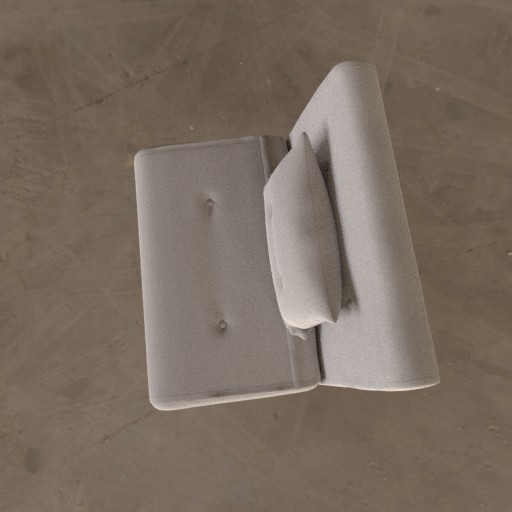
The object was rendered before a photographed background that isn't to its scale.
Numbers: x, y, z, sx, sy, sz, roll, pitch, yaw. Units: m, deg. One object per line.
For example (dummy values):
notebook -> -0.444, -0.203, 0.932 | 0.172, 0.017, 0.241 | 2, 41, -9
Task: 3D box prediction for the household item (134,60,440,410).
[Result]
household item -> 0.000, 0.000, 1.616 | 0.874, 0.800, 1.000 | -7, 77, -2
